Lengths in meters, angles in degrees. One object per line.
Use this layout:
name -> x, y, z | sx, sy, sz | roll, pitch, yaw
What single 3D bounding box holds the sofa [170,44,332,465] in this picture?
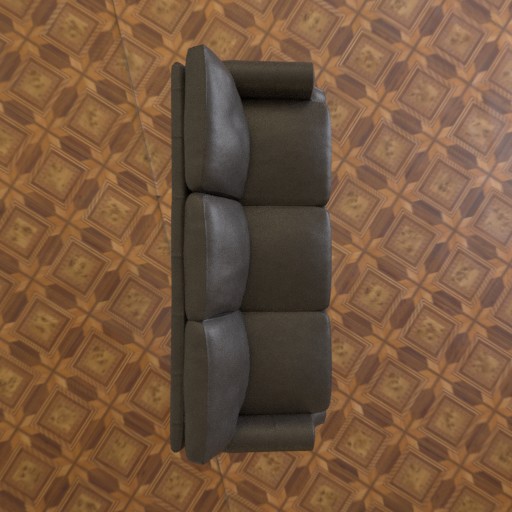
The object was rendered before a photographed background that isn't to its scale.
sofa -> 0.000, 0.000, 2.788 | 0.974, 0.977, 2.387 | 0, 90, -1
